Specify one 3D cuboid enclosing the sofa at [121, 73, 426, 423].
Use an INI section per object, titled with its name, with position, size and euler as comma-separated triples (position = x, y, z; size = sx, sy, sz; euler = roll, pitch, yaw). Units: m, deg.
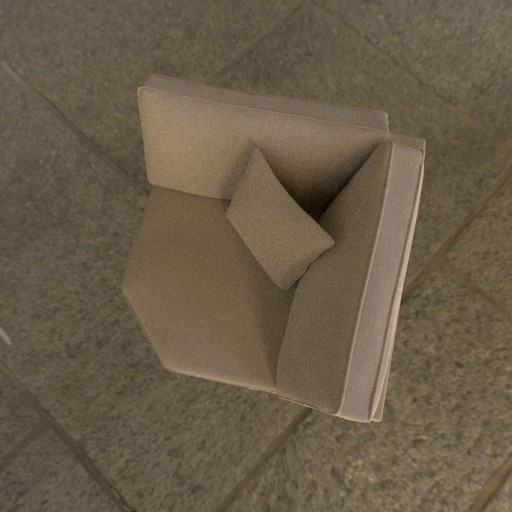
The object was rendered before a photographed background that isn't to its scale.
[sofa]
position = 0.000, 0.000, 1.811
size = 1.050, 0.937, 1.042
euler = 14, 75, 4
